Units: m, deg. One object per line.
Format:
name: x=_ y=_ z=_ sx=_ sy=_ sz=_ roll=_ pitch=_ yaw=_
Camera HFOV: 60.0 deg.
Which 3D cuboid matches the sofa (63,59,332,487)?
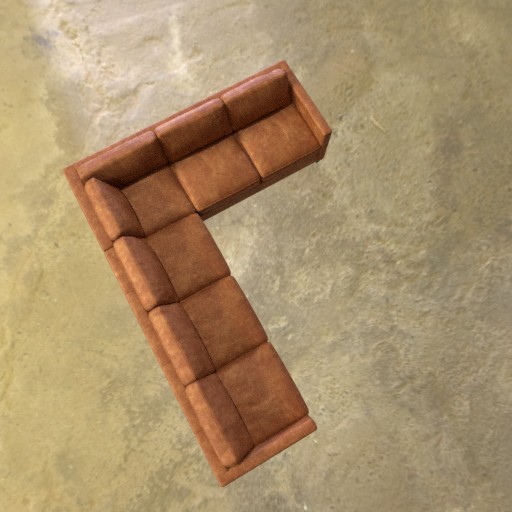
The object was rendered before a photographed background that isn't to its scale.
sofa: x=0.000 y=0.000 z=4.237 sx=2.438 sy=0.838 sz=3.167 roll=-29 pitch=78 yaw=-7
